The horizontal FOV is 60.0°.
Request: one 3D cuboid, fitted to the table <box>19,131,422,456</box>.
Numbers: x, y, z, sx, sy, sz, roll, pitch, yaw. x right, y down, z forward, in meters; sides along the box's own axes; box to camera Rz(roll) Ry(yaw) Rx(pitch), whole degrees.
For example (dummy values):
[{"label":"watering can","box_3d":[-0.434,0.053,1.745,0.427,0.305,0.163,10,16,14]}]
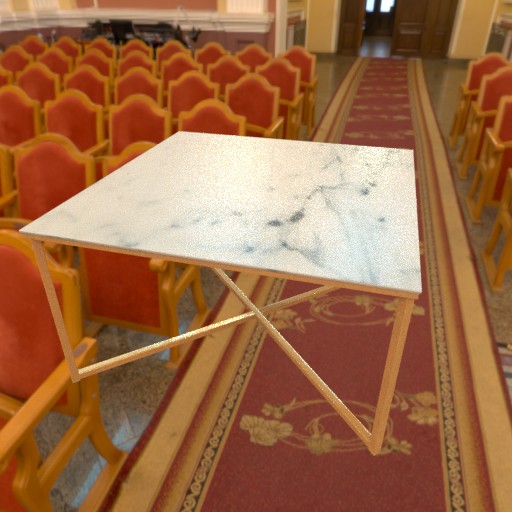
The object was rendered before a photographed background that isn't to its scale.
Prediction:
[{"label":"table","box_3d":[0.000,0.000,1.273,0.800,0.450,0.800,8,32,14]}]
